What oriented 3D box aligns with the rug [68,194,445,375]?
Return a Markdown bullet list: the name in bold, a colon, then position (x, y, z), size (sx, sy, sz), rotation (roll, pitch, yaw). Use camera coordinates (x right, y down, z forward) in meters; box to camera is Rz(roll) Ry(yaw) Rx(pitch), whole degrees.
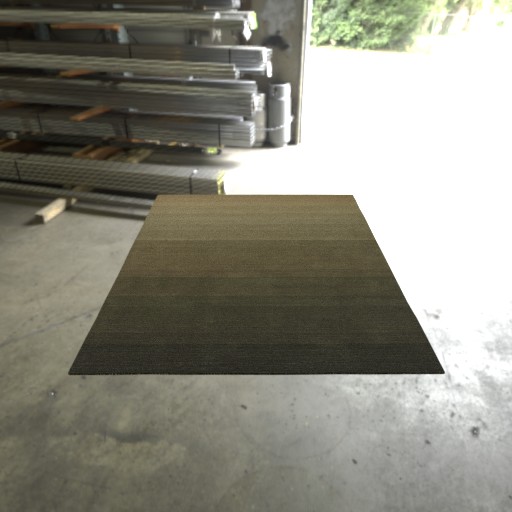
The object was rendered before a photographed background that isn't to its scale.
- **rug**: position (0.000, 0.000, 3.979), size (2.315, 0.015, 2.932), rotation (0, 30, 0)
